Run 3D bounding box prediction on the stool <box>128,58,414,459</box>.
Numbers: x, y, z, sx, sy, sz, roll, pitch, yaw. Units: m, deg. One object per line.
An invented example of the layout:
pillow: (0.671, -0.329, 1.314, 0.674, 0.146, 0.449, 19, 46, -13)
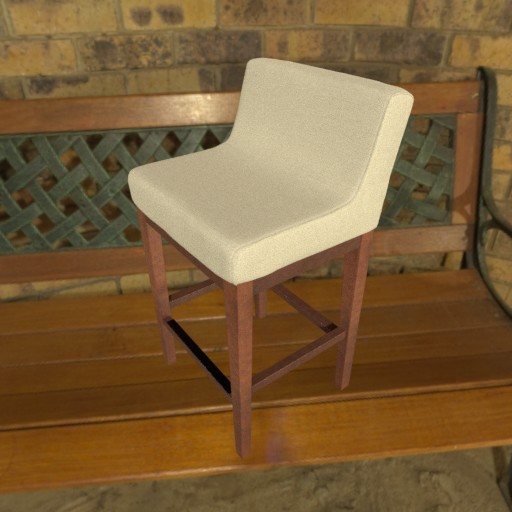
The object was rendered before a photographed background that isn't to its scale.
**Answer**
stool: (0.000, 0.000, 1.240, 0.500, 0.937, 0.511, -23, 40, -30)
